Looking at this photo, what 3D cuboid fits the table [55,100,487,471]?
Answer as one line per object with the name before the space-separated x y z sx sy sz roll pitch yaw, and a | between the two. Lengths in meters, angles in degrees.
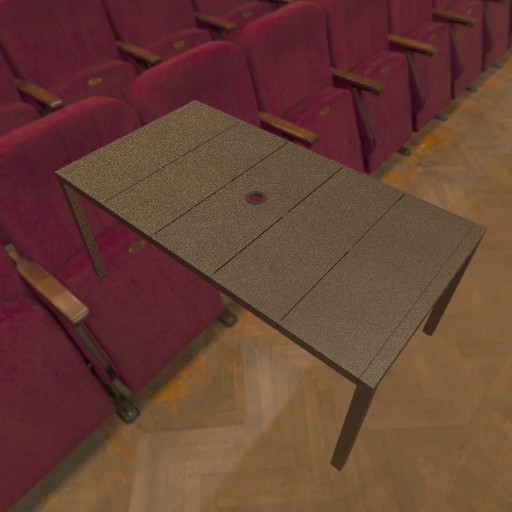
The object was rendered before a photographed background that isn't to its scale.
table | 0.000 0.000 2.187 1.680 0.735 0.914 31 54 26
